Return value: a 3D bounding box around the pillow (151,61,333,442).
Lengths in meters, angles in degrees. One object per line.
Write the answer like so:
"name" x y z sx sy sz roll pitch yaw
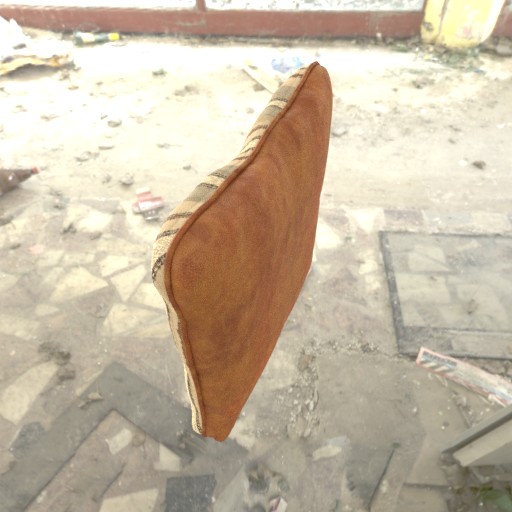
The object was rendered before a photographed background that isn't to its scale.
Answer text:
"pillow" 0.000 0.000 0.746 0.130 0.490 0.489 18 50 16
